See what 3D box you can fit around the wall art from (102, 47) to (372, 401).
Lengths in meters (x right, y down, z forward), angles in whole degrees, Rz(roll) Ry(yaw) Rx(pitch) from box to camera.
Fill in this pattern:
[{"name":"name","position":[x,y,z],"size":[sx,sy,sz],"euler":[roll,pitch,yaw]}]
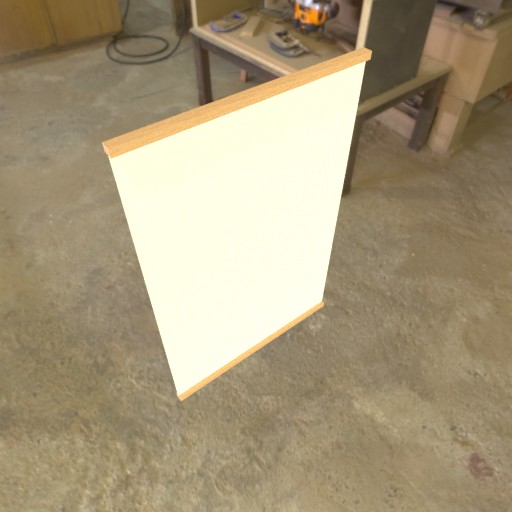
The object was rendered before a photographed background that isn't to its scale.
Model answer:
[{"name":"wall art","position":[0.000,0.000,1.920],"size":[0.991,1.510,0.040],"euler":[-29,54,-24]}]
